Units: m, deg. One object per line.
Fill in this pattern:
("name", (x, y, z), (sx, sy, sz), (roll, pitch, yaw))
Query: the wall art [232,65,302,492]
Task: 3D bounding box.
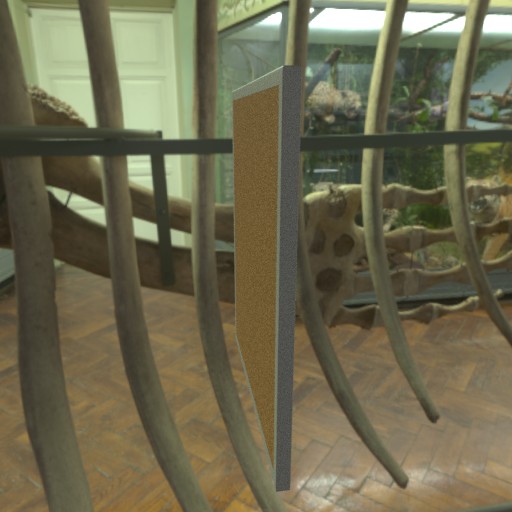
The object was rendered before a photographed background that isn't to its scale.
("wall art", (0.000, 0.000, 0.735), (0.020, 0.536, 0.444), (-3, 17, -9))
